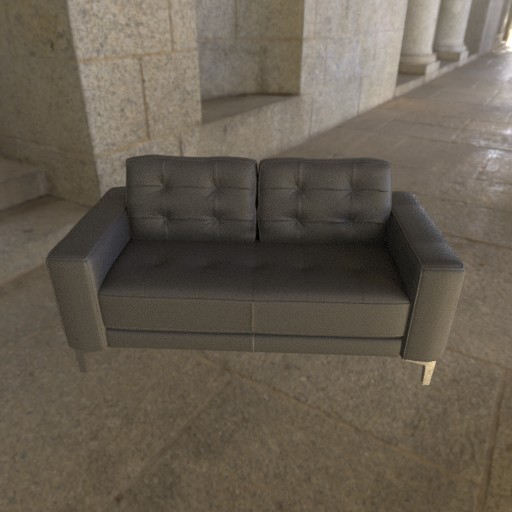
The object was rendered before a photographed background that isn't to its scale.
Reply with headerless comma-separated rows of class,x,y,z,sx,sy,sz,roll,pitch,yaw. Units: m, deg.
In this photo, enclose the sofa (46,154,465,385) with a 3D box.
sofa,0.000,0.000,2.205,1.726,0.892,0.833,1,29,2
